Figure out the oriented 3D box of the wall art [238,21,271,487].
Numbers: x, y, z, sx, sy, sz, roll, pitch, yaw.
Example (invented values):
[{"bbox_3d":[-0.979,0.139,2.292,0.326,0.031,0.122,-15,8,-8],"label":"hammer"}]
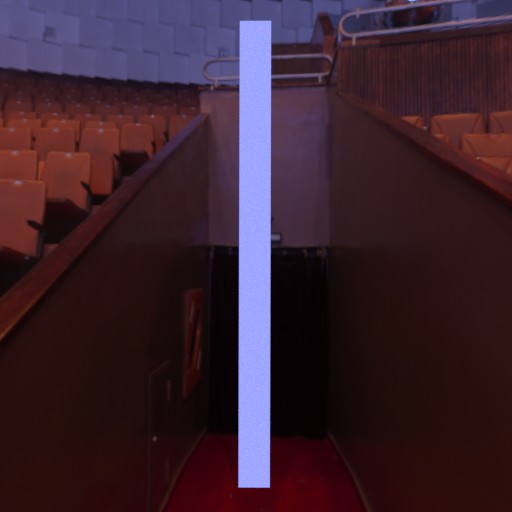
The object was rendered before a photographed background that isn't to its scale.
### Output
[{"bbox_3d":[0.000,0.000,0.750,0.039,0.553,0.451,0,-2,0],"label":"wall art"}]
